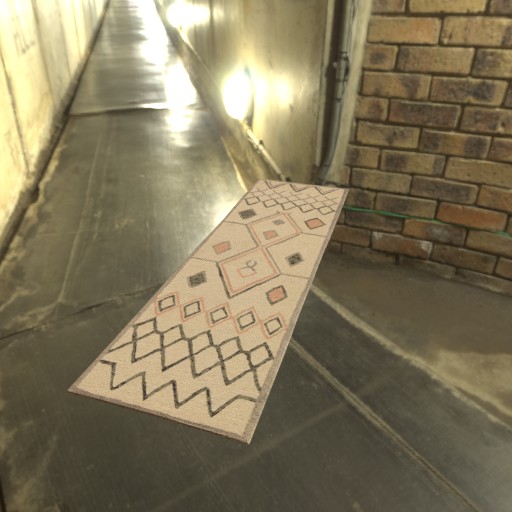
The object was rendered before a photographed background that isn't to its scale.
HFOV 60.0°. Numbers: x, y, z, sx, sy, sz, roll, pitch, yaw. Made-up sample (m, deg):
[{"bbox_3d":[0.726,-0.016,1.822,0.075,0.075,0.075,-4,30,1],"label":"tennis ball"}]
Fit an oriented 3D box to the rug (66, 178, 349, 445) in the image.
[{"bbox_3d":[0.000,0.000,2.614,0.750,0.011,2.435,9,32,16],"label":"rug"}]
